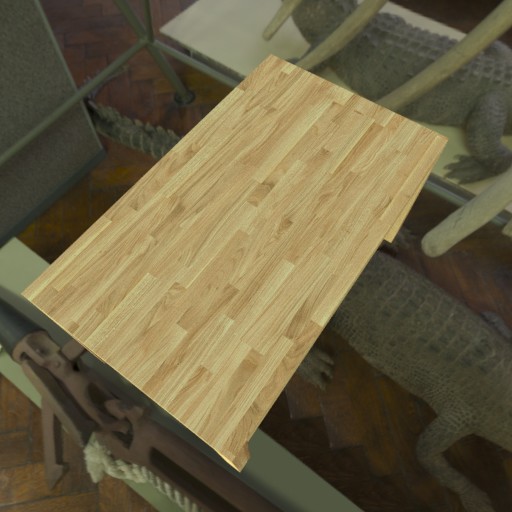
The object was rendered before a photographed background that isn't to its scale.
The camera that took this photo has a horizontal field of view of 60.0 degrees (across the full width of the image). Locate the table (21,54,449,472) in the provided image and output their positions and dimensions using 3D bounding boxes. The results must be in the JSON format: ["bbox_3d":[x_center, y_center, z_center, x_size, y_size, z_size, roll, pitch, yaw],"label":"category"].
[{"bbox_3d":[0.000,0.000,2.016,0.900,0.770,1.500,32,67,16],"label":"table"}]
